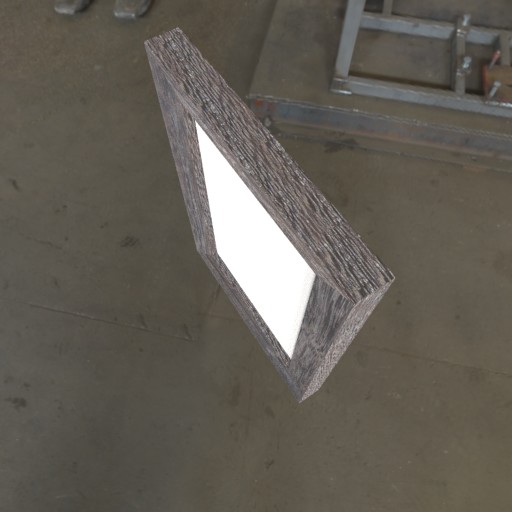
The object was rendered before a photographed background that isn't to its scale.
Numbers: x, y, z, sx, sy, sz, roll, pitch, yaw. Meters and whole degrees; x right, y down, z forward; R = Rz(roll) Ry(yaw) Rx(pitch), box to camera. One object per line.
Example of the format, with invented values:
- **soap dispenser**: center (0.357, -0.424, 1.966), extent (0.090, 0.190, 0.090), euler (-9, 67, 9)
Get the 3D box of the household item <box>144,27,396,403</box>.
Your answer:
- **household item**: center (0.000, 0.000, 0.234), extent (0.020, 0.180, 0.133), euler (-30, 67, -14)
